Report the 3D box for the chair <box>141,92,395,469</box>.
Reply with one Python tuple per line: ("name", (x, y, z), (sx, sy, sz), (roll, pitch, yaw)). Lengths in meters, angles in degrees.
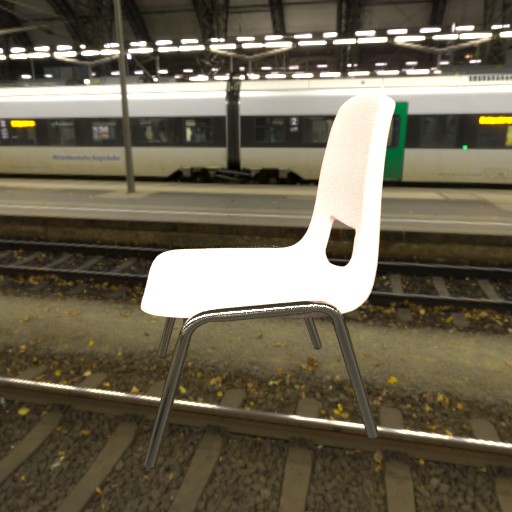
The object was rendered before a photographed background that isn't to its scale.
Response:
("chair", (0.000, 0.000, 0.769), (0.385, 0.537, 0.354), (-2, 15, -8))
